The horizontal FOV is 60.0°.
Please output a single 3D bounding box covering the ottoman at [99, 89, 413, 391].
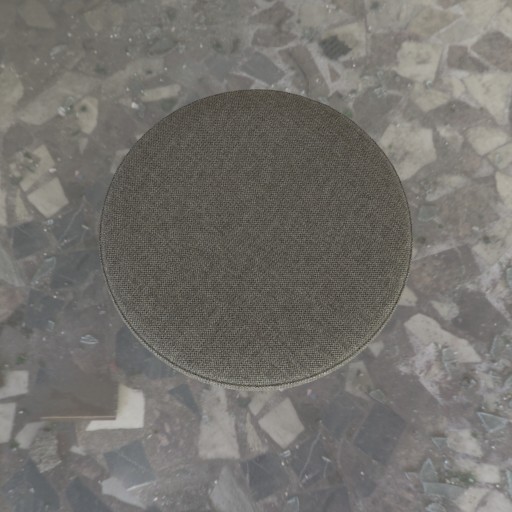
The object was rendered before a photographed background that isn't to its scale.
[{"bbox_3d":[0.000,0.000,0.906,0.520,0.430,0.520,0,75,0],"label":"ottoman"}]
